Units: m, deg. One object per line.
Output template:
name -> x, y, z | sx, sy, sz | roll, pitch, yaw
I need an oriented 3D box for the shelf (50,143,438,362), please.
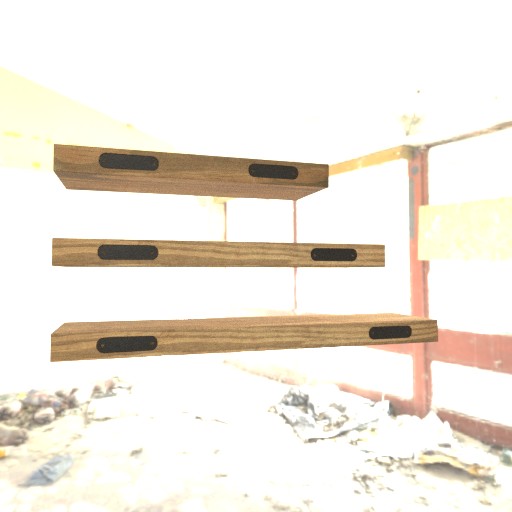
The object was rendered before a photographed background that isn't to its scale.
shelf -> 0.000, 0.000, 0.744 | 0.610, 0.293, 0.140 | 1, -2, -16
